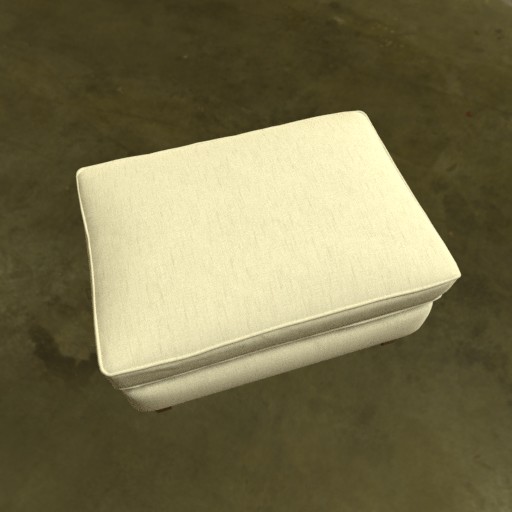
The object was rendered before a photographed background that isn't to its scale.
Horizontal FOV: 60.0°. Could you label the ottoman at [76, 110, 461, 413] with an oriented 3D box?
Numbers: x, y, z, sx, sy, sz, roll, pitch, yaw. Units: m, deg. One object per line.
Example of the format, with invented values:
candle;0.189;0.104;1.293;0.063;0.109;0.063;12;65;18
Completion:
ottoman;0.000;0.000;0.982;0.665;0.406;0.501;-14;60;-8
